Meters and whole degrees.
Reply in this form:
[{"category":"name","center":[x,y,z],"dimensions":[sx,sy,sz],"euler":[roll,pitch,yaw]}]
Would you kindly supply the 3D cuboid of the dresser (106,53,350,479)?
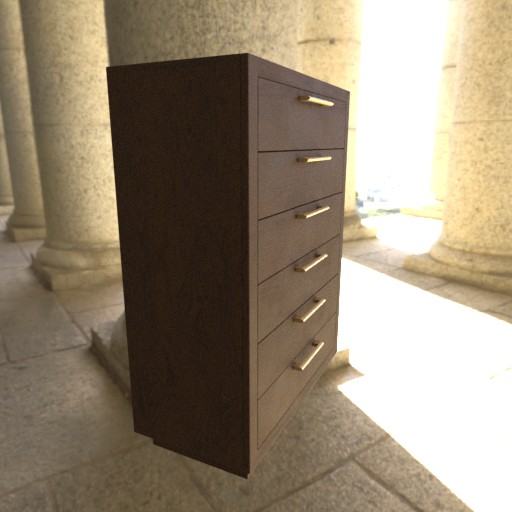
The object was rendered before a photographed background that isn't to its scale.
[{"category":"dresser","center":[0.000,0.000,1.785],"dimensions":[0.516,1.320,0.964],"euler":[7,16,26]}]
